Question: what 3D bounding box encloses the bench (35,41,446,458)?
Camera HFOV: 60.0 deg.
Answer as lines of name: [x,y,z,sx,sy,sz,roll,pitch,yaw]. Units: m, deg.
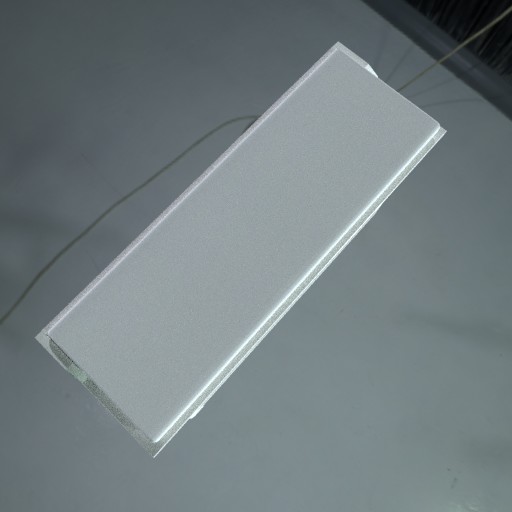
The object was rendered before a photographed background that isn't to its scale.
bench: [0.000,0.000,1.246,0.346,0.589,0.987,41,79,10]
